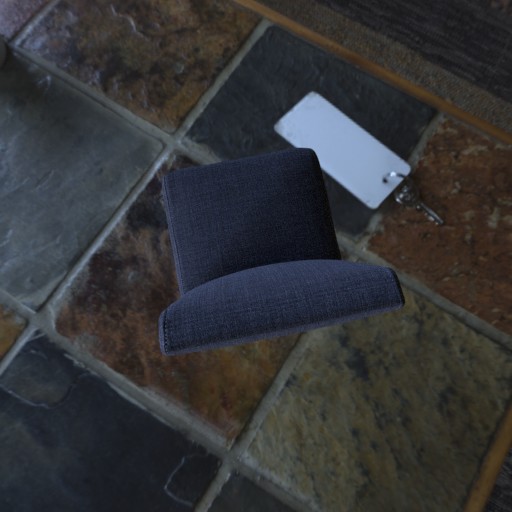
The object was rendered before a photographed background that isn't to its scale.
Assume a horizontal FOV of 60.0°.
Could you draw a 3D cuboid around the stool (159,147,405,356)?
[{"bbox_3d":[0.000,0.000,1.287,0.459,1.010,0.526,-11,76,-3],"label":"stool"}]
